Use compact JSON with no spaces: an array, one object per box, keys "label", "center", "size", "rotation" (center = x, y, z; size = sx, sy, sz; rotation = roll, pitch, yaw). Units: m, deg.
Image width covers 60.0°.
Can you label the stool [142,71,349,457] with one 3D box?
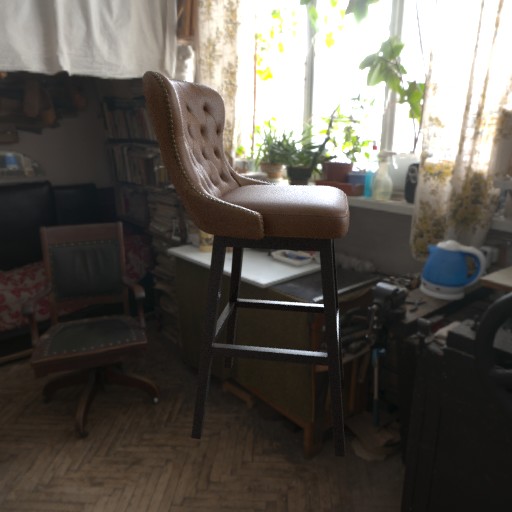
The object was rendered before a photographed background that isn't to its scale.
[{"label":"stool","center":[0.000,0.000,1.383],"size":[0.601,1.050,0.528],"rotation":[3,17,10]}]
